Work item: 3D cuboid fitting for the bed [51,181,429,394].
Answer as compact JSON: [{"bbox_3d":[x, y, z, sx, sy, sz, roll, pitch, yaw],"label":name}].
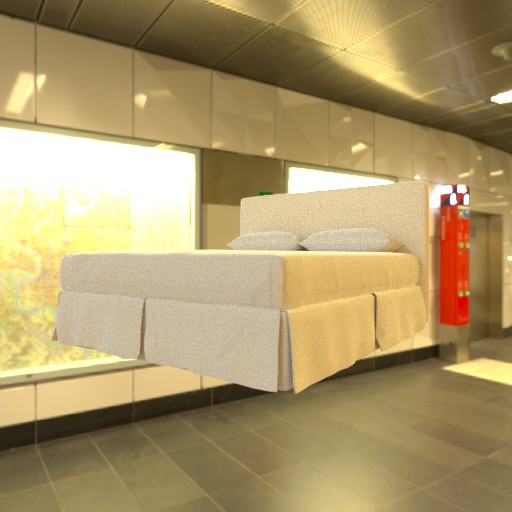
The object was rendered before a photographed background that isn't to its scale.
[{"bbox_3d":[0.000,0.000,3.555,2.119,1.317,2.341,0,0,36],"label":"bed"}]
